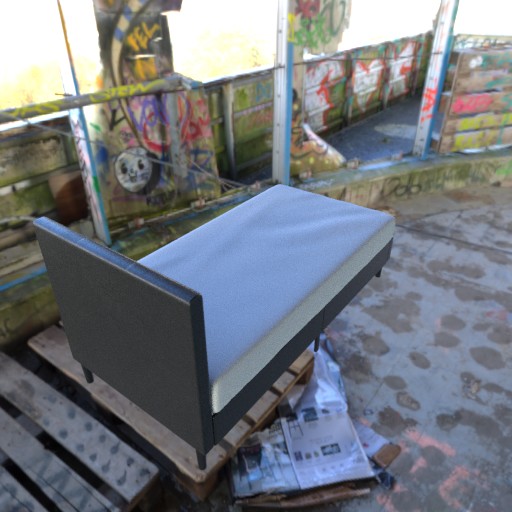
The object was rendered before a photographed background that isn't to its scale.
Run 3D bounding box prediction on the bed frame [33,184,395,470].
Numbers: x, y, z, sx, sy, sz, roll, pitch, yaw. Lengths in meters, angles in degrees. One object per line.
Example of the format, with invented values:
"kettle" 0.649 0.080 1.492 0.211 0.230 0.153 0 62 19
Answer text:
"bed frame" 0.000 0.000 2.629 1.038 1.046 2.152 22 38 31
